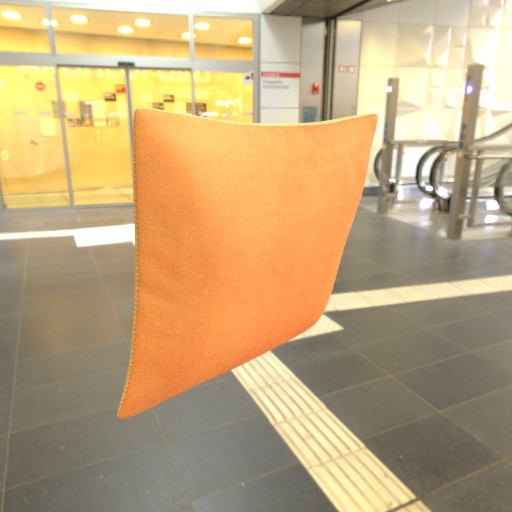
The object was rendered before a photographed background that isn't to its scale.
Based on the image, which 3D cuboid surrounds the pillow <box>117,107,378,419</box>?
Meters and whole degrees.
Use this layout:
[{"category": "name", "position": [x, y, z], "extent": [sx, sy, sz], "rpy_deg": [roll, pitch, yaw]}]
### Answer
[{"category": "pillow", "position": [0.000, 0.000, 0.648], "extent": [0.424, 0.401, 0.177], "rpy_deg": [-16, 23, -42]}]
